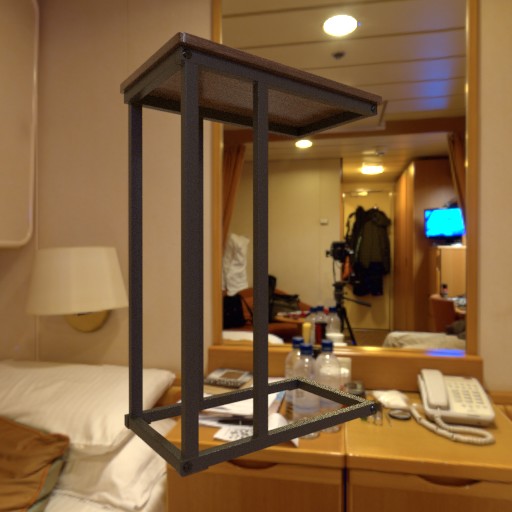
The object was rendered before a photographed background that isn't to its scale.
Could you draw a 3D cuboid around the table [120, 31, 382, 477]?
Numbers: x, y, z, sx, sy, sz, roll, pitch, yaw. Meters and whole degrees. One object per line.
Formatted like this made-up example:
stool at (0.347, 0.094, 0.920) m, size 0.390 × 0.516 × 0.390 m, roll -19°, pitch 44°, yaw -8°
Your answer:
table at (0.000, 0.000, 0.859) m, size 0.450 × 0.637 × 0.254 m, roll 0°, pitch 0°, yaw -36°
